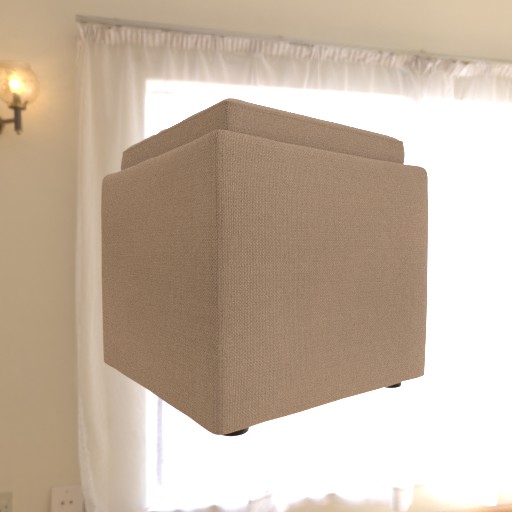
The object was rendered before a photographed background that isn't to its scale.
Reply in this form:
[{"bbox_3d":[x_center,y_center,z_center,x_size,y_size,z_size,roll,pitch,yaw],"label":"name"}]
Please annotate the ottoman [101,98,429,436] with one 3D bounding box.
[{"bbox_3d":[0.000,0.000,0.829,0.450,0.460,0.451,-1,1,-36],"label":"ottoman"}]
